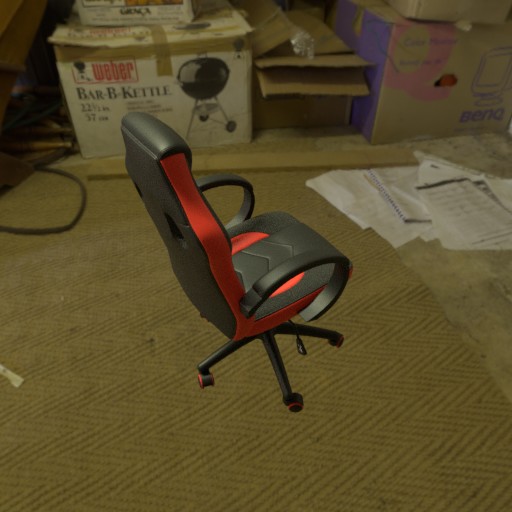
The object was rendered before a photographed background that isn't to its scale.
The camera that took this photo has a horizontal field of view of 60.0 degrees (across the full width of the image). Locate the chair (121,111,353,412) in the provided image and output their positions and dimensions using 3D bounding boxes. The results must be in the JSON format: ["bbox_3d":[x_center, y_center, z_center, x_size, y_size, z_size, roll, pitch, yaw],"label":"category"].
[{"bbox_3d":[0.000,0.000,1.417,0.642,1.016,0.600,-24,46,-26],"label":"chair"}]
